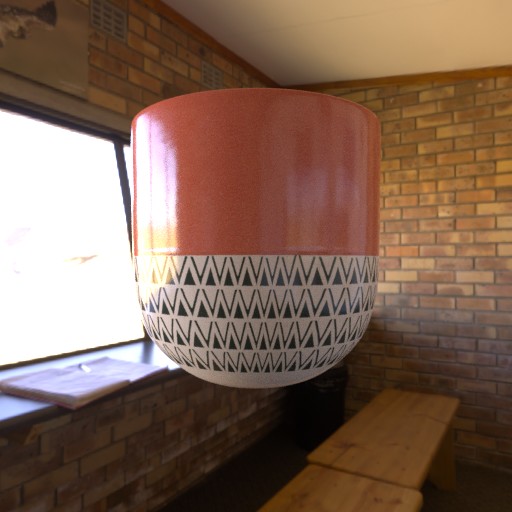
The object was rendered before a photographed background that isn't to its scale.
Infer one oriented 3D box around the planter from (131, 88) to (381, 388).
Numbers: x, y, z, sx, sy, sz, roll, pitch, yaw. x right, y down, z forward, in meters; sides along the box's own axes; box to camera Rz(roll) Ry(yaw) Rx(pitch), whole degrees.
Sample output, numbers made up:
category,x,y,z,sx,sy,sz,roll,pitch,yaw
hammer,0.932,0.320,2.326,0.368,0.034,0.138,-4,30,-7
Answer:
category,x,y,z,sx,sy,sz,roll,pitch,yaw
planter,0.000,0.000,0.489,0.266,0.270,0.266,0,-1,0
